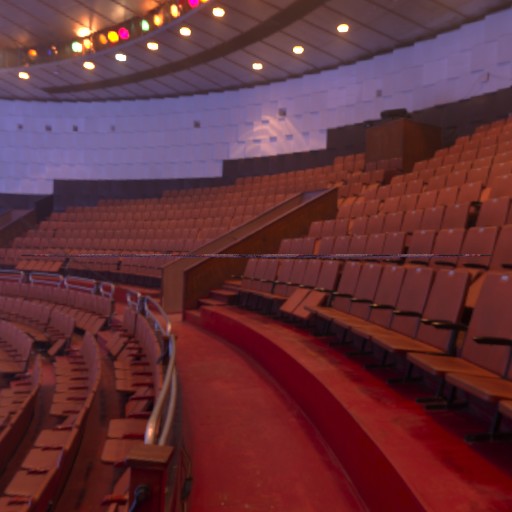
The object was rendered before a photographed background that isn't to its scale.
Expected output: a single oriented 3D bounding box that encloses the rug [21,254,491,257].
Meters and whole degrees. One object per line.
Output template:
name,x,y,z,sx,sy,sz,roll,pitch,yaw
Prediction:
rug,0.000,0.000,2.675,2.440,0.009,0.760,0,0,0
